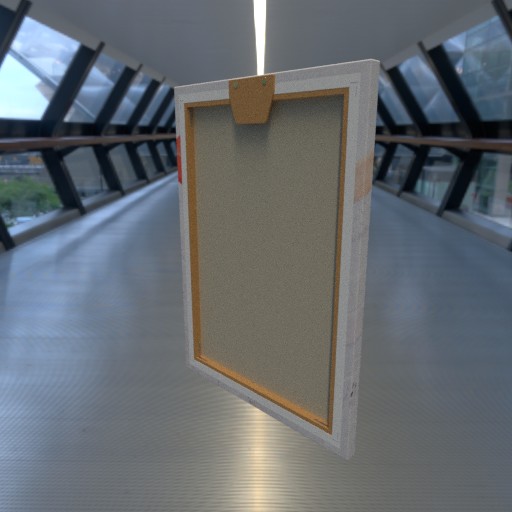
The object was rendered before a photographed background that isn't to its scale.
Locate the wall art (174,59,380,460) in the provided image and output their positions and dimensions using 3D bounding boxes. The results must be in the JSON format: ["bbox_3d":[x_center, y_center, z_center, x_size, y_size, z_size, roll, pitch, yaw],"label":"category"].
[{"bbox_3d":[0.000,0.000,1.119,0.036,0.848,0.613,-14,20,-43],"label":"wall art"}]
